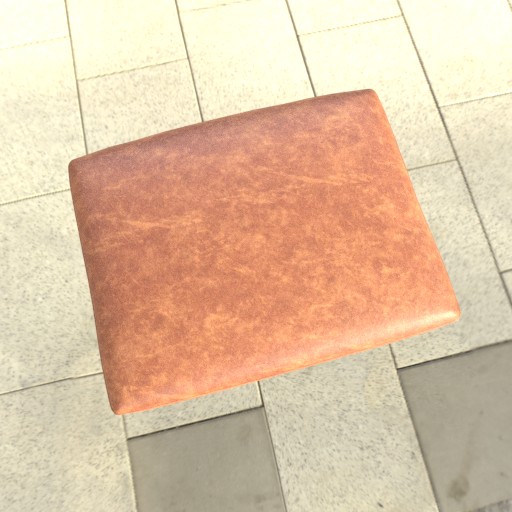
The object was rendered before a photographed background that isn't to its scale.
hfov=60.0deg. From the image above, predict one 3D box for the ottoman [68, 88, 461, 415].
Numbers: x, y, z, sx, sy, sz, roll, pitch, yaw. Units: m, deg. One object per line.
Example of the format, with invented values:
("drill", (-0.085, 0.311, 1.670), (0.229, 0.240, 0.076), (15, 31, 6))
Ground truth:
("ottoman", (0.000, 0.000, 1.117), (0.742, 0.486, 0.586), (-15, 76, -4))
